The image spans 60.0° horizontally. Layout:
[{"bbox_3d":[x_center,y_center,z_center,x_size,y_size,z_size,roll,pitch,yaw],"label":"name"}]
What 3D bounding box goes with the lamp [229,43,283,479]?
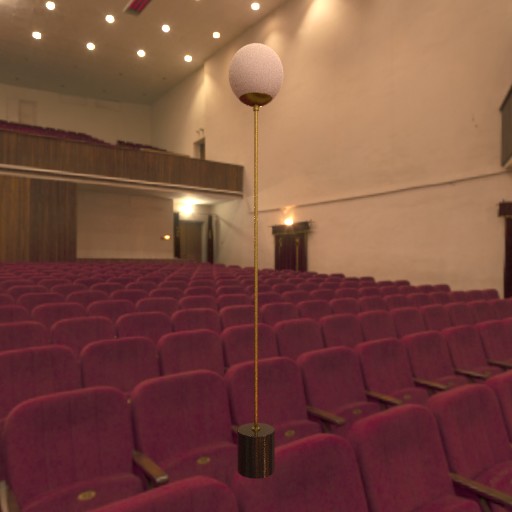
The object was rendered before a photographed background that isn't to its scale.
[{"bbox_3d":[0.000,0.000,1.829,0.229,1.748,0.229,1,-2,-36],"label":"lamp"}]
